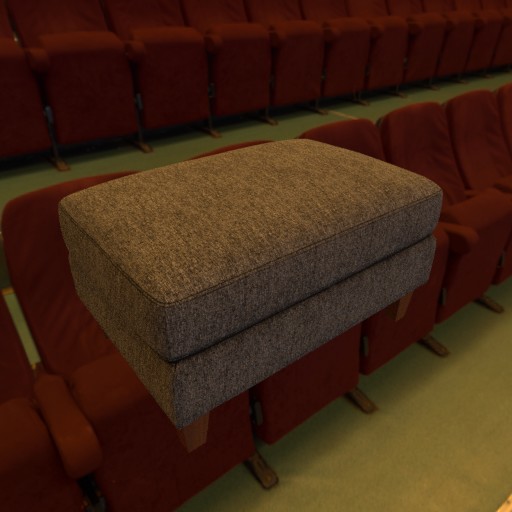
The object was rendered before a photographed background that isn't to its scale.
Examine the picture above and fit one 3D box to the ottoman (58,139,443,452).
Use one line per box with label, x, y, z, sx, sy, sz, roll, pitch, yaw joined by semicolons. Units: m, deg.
ottoman;0.000;0.000;1.222;0.864;0.483;0.584;-22;37;-32
